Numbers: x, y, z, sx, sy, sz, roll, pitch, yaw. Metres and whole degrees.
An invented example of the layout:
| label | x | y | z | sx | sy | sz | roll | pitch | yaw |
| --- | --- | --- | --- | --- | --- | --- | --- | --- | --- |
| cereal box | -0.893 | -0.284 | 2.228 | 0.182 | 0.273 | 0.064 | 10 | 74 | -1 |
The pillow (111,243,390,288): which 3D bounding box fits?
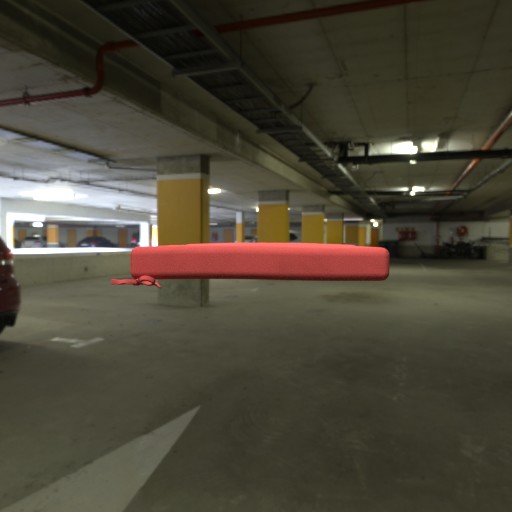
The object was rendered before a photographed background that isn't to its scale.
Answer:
| label | x | y | z | sx | sy | sz | roll | pitch | yaw |
| --- | --- | --- | --- | --- | --- | --- | --- | --- | --- |
| pillow | 0.000 | 0.000 | 1.335 | 0.492 | 0.081 | 1.187 | 0 | 2 | 1 |
